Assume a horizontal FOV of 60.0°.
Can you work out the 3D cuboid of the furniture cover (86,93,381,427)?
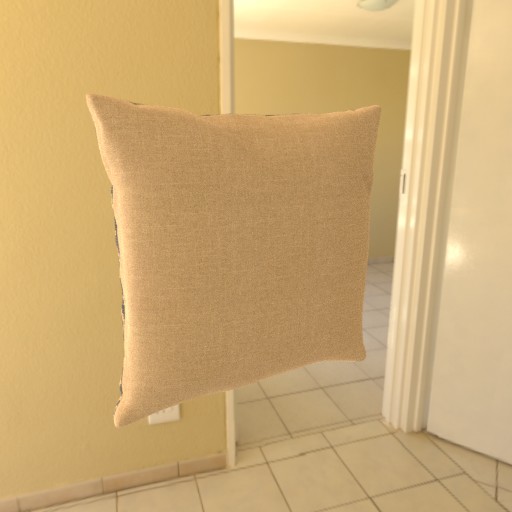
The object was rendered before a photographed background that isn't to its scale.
[{"bbox_3d":[0.000,0.000,0.644,0.431,0.431,0.139,-7,16,-26],"label":"furniture cover"}]
